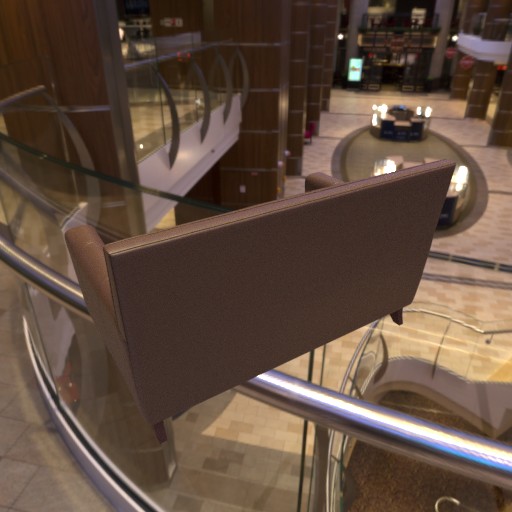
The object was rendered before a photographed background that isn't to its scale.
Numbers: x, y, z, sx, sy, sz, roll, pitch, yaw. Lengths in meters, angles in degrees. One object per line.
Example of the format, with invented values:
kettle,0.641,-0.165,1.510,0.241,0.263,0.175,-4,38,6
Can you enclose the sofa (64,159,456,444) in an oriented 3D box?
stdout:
sofa,0.000,0.000,2.027,1.468,0.859,0.853,-17,34,-28
